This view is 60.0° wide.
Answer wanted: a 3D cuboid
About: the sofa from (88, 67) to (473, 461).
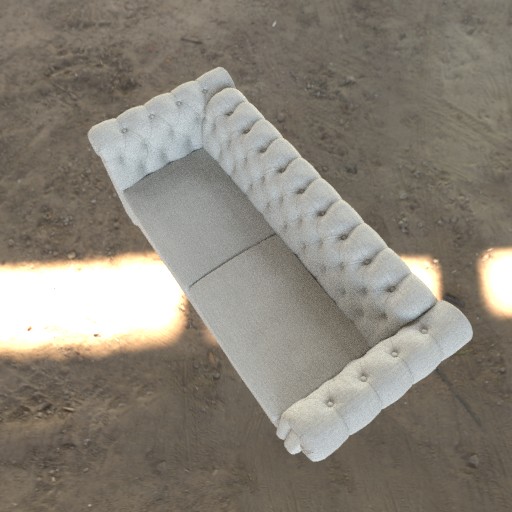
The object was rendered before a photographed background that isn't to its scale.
[{"bbox_3d":[0.000,0.000,2.204,0.783,0.797,1.798,-32,67,-15],"label":"sofa"}]
